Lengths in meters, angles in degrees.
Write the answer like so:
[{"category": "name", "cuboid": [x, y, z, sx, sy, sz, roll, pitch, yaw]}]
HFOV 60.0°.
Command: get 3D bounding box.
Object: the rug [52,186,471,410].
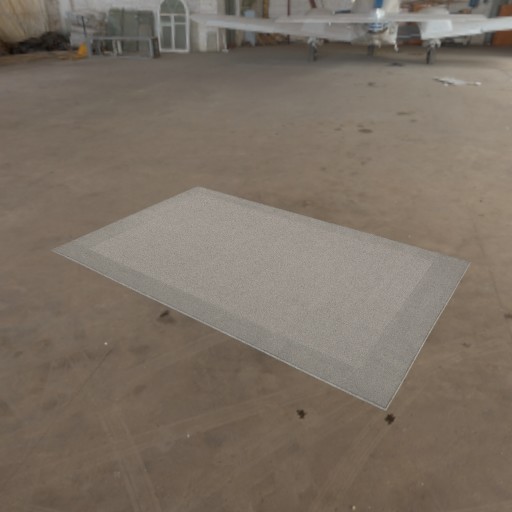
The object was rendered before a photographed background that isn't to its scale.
[{"category": "rug", "cuboid": [0.000, 0.000, 3.035, 2.438, 0.014, 1.524, 19, 35, 30]}]
